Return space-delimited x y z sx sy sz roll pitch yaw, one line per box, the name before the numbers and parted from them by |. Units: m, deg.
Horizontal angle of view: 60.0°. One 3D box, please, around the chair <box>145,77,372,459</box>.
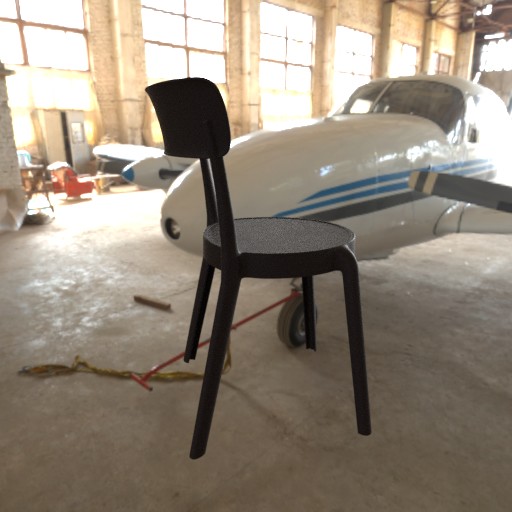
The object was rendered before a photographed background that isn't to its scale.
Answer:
chair | 0.000 0.000 1.116 0.491 0.790 0.506 -3 17 -10
